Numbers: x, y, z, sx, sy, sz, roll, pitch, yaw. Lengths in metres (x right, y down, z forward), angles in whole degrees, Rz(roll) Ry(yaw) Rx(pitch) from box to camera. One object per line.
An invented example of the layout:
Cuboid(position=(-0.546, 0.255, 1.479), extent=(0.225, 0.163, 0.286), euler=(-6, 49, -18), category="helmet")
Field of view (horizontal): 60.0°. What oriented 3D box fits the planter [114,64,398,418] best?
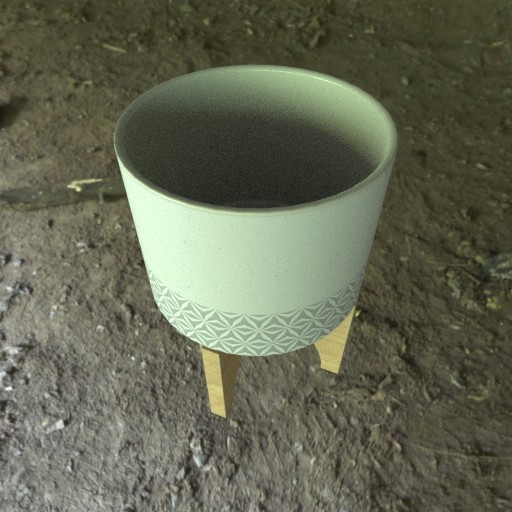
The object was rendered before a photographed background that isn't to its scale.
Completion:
Cuboid(position=(0.000, 0.000, 0.393), extent=(0.188, 0.260, 0.188), euler=(0, 46, 0), category="planter")
